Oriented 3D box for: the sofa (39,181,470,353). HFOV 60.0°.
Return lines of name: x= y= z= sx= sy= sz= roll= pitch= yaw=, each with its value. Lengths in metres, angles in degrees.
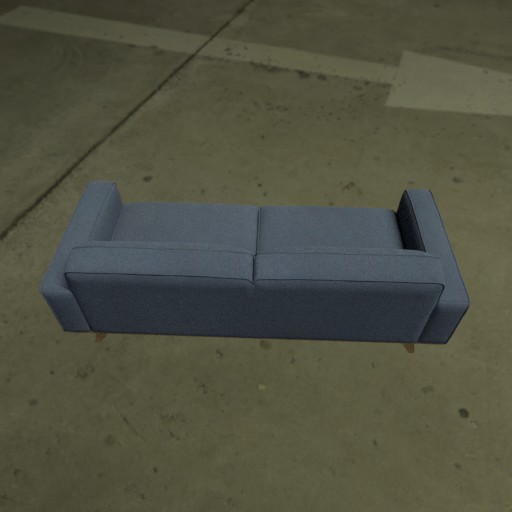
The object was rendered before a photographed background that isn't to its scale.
sofa: x=0.000 y=0.000 z=2.720 sx=2.270 sy=0.782 sz=0.953 roll=2 pitch=48 yaw=1
